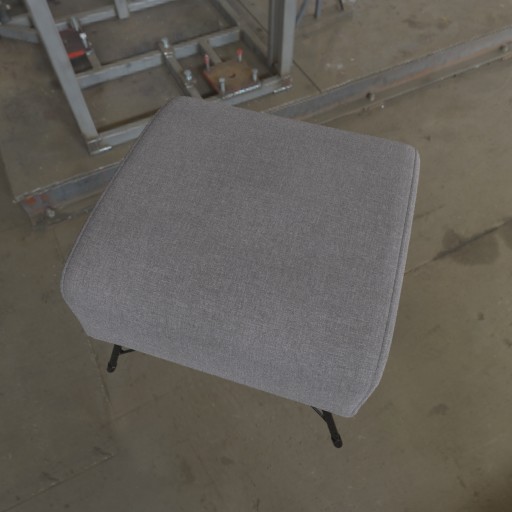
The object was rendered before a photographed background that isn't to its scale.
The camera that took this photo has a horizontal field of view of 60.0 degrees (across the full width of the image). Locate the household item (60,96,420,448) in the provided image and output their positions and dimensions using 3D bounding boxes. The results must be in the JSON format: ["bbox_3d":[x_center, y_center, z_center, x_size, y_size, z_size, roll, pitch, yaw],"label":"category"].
[{"bbox_3d":[0.000,0.000,0.895,0.530,0.410,0.530,15,60,9],"label":"household item"}]
